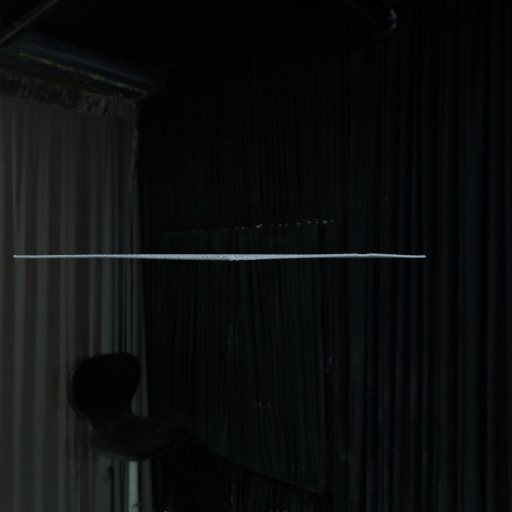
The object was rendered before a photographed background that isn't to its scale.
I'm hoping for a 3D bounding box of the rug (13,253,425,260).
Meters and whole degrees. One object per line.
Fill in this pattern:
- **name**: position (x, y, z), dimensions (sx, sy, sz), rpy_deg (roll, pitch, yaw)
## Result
- **rug**: position (0.000, 0.000, 2.261), dimensions (1.174, 0.022, 1.853), rpy_deg (0, 0, 37)
